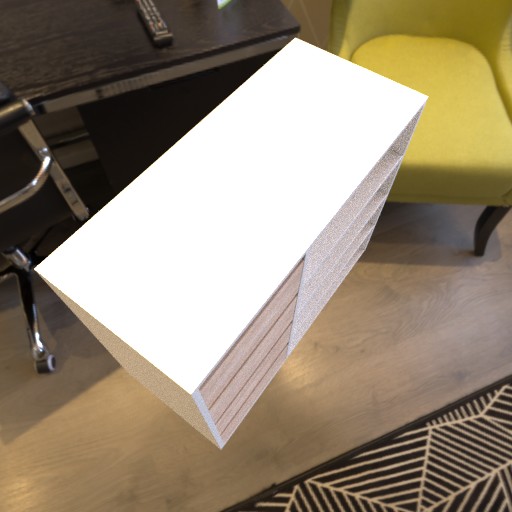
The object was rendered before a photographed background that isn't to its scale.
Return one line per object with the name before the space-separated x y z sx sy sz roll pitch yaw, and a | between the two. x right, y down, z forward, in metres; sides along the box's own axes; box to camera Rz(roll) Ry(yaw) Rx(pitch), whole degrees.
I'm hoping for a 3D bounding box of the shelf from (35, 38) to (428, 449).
shelf | 0.000 0.000 1.288 0.396 0.732 0.895 33 65 17
